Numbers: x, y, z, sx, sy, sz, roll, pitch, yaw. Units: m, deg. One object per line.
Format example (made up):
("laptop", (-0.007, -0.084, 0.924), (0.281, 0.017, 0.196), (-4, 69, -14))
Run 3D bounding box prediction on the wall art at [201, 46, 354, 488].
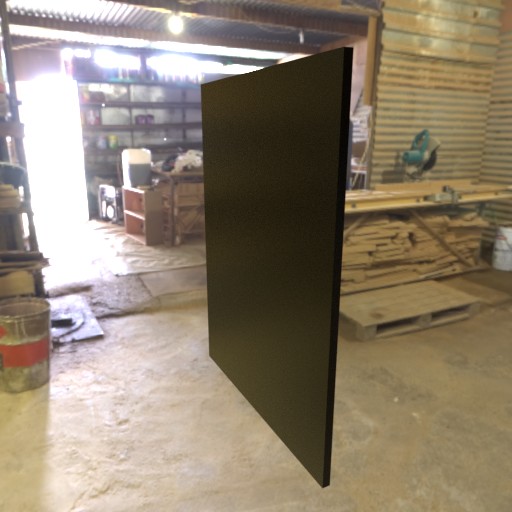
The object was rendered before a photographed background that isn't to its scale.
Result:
("wall art", (0.000, 0.000, 0.751), (0.013, 0.582, 0.442), (-8, 17, -26))
